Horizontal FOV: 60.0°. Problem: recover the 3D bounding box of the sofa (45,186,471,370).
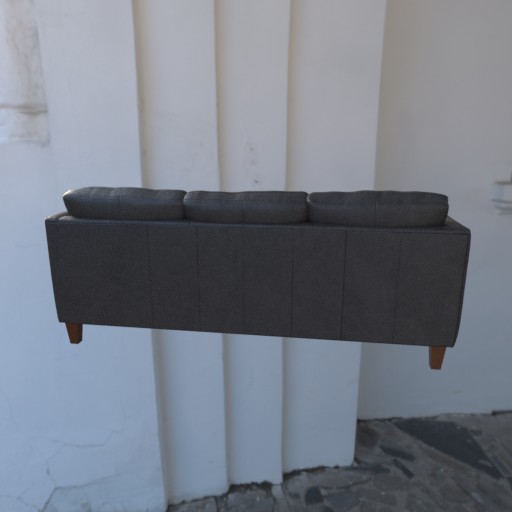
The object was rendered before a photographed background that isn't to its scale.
[{"bbox_3d":[0.000,0.000,3.060,2.464,1.006,1.045,2,15,8],"label":"sofa"}]
